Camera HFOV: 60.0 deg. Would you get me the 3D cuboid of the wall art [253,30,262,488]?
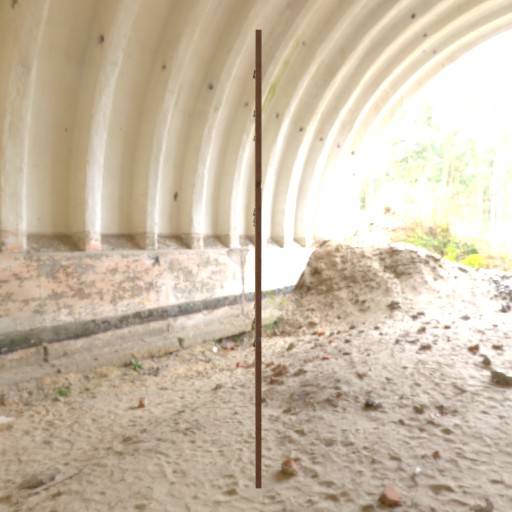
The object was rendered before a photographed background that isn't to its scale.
[{"bbox_3d":[0.000,0.000,1.786,0.024,1.218,1.221,0,2,0],"label":"wall art"}]
